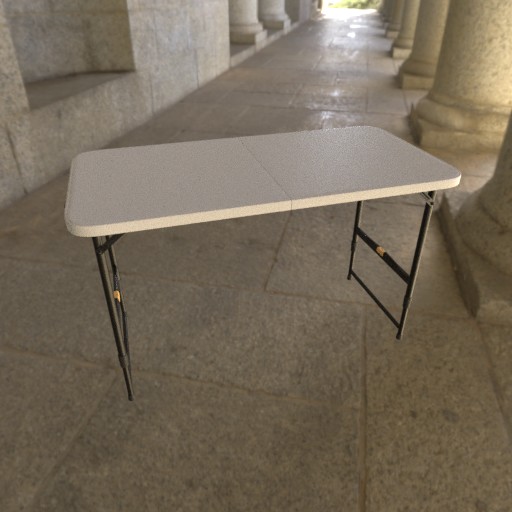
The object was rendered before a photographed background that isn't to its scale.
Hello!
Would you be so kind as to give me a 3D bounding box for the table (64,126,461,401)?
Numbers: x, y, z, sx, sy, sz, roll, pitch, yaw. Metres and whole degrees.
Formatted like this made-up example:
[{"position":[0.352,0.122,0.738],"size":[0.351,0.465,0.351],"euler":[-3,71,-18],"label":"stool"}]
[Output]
[{"position":[0.000,0.000,1.689],"size":[1.245,0.737,0.611],"euler":[-9,33,-14],"label":"table"}]
